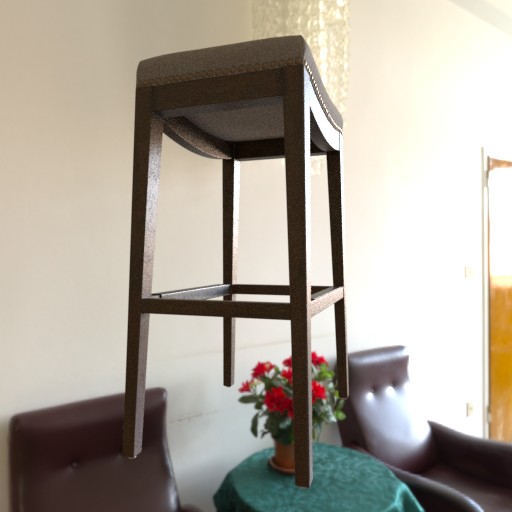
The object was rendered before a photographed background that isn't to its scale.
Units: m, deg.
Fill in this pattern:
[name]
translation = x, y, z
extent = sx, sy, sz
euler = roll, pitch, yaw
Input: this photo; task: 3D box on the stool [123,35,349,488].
[stool]
translation = 0.000, 0.000, 1.013
extent = 0.356, 0.762, 0.508
euler = 0, 0, 19
